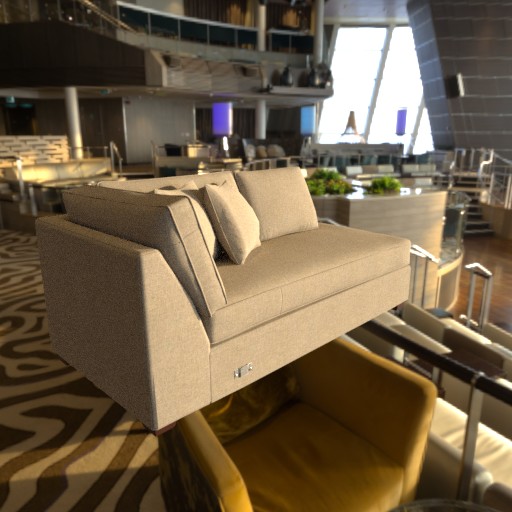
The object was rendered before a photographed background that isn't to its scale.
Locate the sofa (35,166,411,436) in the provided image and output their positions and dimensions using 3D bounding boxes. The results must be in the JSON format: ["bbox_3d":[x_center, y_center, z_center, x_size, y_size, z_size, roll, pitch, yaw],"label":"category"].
[{"bbox_3d":[0.000,0.000,2.806,2.238,1.019,1.110,-15,21,-43],"label":"sofa"}]
